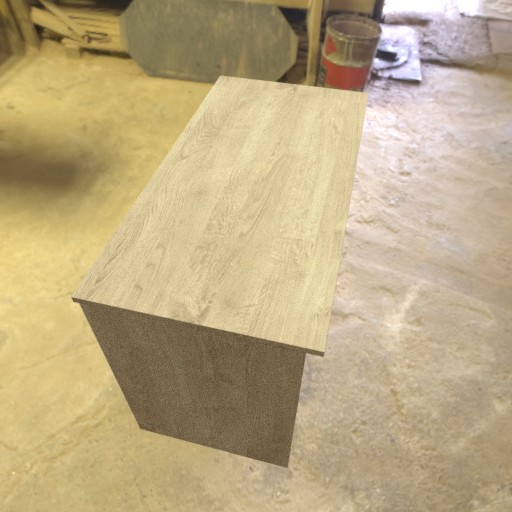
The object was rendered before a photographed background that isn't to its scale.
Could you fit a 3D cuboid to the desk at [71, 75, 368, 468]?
[{"bbox_3d":[0.000,0.000,1.557,0.560,0.735,1.097,11,48,10],"label":"desk"}]
